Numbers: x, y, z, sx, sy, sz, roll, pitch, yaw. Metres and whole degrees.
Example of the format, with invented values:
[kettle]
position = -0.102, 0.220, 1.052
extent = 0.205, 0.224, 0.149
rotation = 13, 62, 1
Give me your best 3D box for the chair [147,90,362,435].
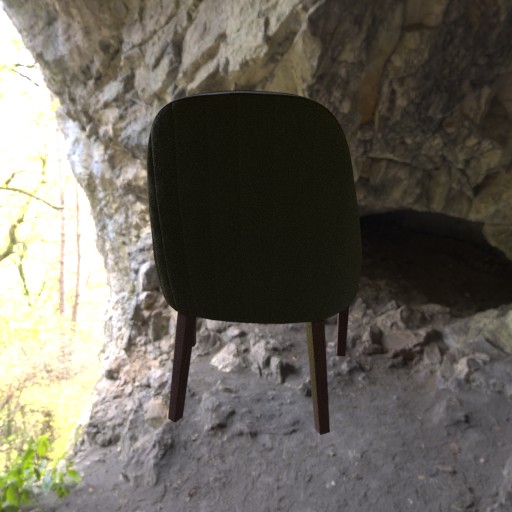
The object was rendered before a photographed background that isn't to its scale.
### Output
[chair]
position = 0.000, 0.000, 1.321
extent = 0.643, 0.889, 0.575
rotation = 2, 16, 7
